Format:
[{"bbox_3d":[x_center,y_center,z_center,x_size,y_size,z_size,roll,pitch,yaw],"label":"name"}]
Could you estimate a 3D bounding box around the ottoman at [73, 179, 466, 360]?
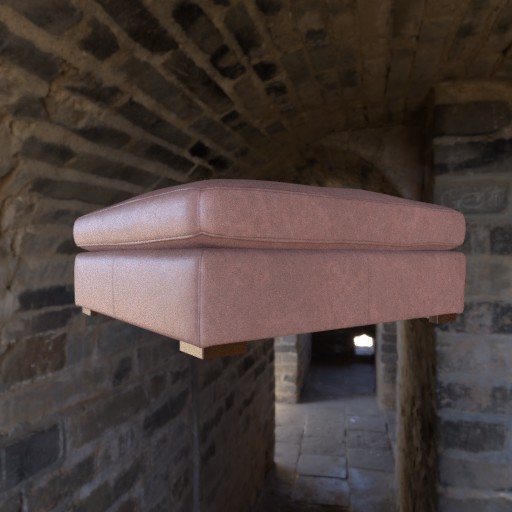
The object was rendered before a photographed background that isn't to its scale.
[{"bbox_3d":[0.000,0.000,1.786,1.168,0.490,1.168,0,0,-36],"label":"ottoman"}]
